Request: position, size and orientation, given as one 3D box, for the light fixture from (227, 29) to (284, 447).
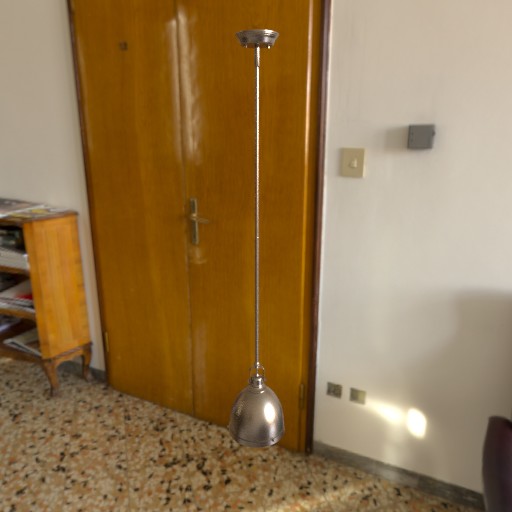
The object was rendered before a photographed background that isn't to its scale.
[{"bbox_3d":[0.000,0.000,1.502,0.217,1.367,0.211,-2,16,-8],"label":"light fixture"}]
